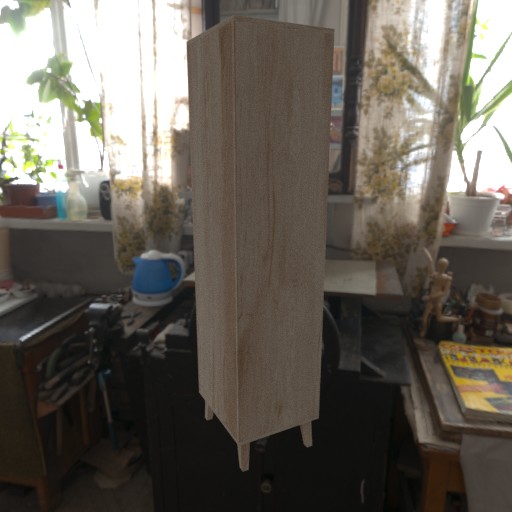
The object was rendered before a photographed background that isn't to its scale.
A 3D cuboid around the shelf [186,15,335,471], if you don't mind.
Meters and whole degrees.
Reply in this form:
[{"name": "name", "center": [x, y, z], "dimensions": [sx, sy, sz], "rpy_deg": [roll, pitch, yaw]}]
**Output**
[{"name": "shelf", "center": [0.000, 0.000, 2.156], "dimensions": [0.450, 1.960, 0.510], "rpy_deg": [-8, 17, -27]}]
